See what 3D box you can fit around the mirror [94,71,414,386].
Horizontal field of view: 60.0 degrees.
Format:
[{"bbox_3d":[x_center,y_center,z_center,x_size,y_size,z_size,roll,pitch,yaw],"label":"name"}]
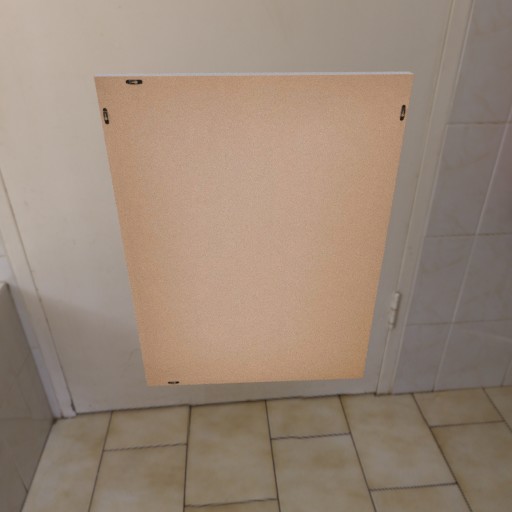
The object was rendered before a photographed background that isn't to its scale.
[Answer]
[{"bbox_3d":[0.000,0.000,1.324,0.762,1.016,0.041,-1,30,-2],"label":"mirror"}]
